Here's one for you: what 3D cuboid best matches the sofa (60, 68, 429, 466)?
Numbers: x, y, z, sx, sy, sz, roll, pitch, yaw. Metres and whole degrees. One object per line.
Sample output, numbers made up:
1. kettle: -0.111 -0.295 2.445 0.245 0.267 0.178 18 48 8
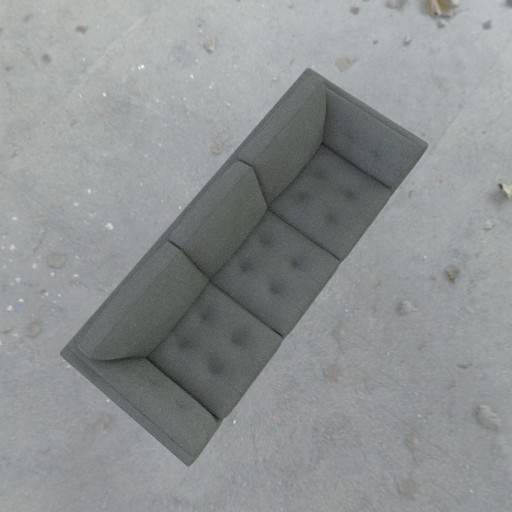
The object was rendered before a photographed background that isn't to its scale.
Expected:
1. sofa: 0.000 0.000 2.946 0.965 0.940 2.387 37 78 9
